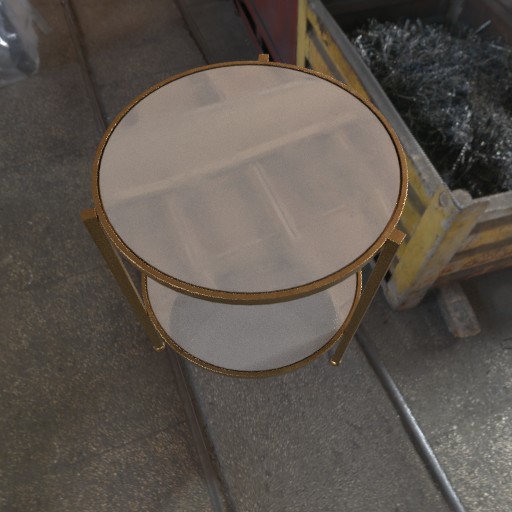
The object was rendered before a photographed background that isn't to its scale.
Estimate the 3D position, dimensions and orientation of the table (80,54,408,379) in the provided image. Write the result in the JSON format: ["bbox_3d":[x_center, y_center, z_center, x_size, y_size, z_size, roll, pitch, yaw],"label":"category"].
[{"bbox_3d":[0.000,0.000,0.443,0.243,0.269,0.231,31,64,17],"label":"table"}]
